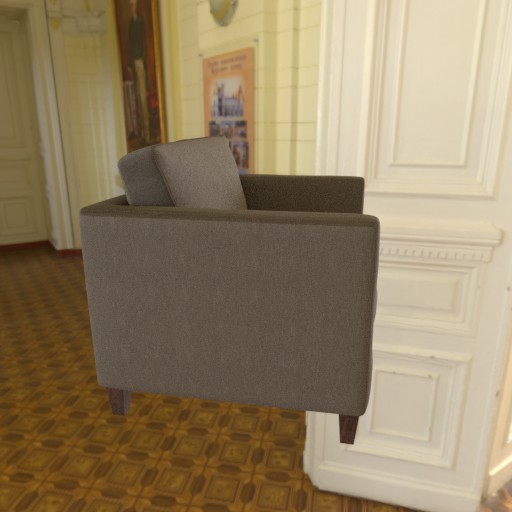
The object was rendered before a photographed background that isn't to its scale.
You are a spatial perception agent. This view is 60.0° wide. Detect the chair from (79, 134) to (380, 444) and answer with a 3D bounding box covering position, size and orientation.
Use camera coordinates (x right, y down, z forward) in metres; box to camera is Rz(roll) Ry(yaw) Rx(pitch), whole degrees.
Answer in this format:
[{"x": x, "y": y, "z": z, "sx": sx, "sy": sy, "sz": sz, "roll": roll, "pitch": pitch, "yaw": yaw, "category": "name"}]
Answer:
[{"x": 0.000, "y": 0.000, "z": 1.864, "sx": 0.959, "sy": 0.963, "sz": 1.107, "roll": 3, "pitch": 17, "yaw": 10, "category": "chair"}]
